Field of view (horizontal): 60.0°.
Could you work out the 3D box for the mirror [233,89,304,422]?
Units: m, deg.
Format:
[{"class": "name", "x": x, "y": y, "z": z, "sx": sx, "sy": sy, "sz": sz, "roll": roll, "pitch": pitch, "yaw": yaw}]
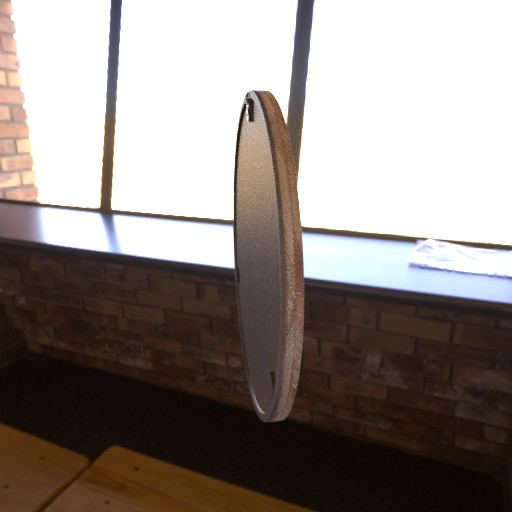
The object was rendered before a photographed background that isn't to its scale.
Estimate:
[{"class": "mirror", "x": 0.000, "y": 0.000, "z": 1.012, "sx": 0.038, "sy": 0.710, "sz": 0.710, "roll": -3, "pitch": 17, "yaw": -8}]
